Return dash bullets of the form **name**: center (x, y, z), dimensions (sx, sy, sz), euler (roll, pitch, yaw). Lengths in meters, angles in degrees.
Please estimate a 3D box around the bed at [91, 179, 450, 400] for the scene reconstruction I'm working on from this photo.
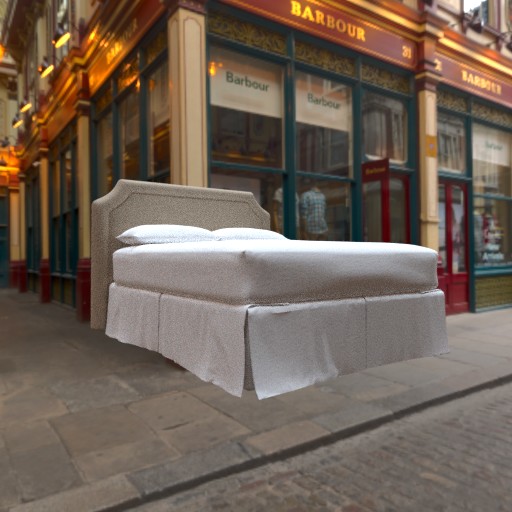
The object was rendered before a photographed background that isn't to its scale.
- **bed**: center (0.000, 0.000, 3.329), dimensions (1.828, 1.301, 2.204), euler (0, 0, -36)
